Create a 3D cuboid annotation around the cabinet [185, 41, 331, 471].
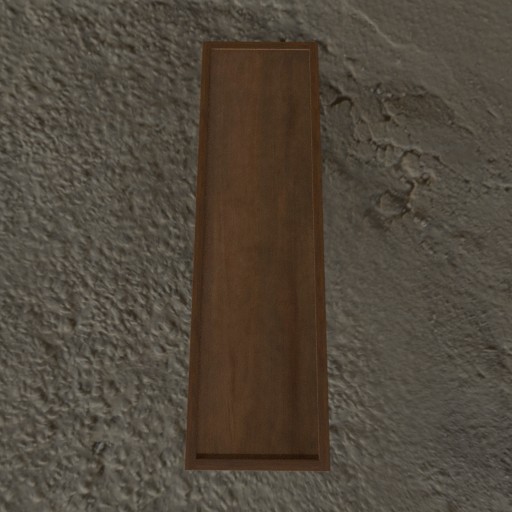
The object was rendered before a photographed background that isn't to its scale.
[{"bbox_3d":[0.000,0.000,2.112,0.522,0.820,1.708,0,76,0],"label":"cabinet"}]
